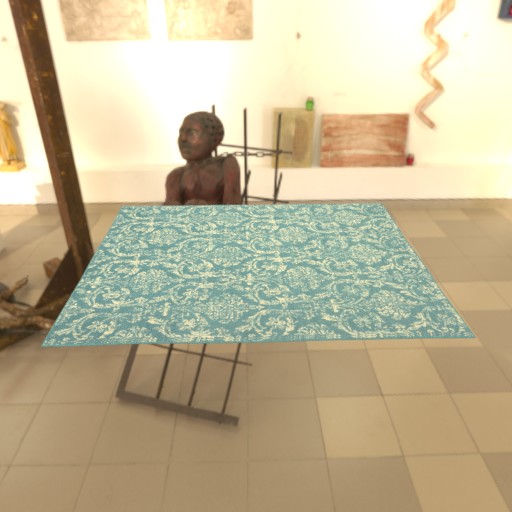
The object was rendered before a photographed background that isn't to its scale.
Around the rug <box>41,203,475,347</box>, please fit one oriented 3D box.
[{"bbox_3d":[0.000,0.000,4.058,2.980,0.012,2.363,-1,30,-2],"label":"rug"}]
